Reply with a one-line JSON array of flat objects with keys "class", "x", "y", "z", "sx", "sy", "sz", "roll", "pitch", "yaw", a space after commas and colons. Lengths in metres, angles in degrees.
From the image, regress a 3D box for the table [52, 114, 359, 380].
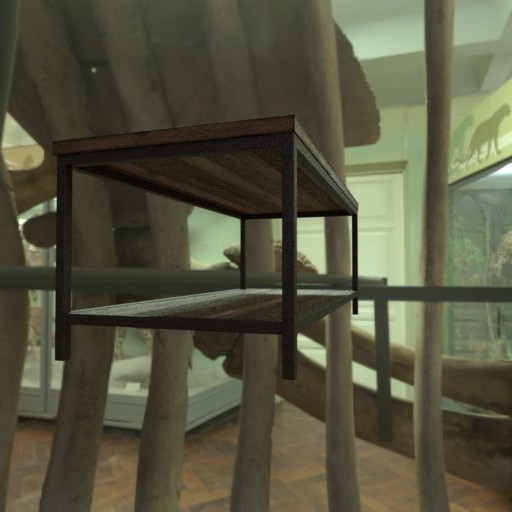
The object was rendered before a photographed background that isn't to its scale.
[{"class": "table", "x": 0.000, "y": 0.000, "z": 1.201, "sx": 0.452, "sy": 0.399, "sz": 0.990, "roll": 0, "pitch": -2, "yaw": 18}]
